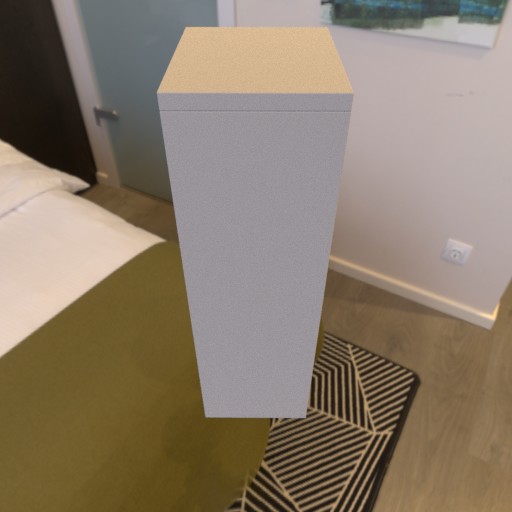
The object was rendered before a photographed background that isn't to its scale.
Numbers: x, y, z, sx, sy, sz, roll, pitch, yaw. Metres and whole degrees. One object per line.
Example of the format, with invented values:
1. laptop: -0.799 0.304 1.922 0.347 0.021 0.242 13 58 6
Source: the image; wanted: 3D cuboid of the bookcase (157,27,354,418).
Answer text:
1. bookcase: 0.000 0.000 1.245 0.330 1.080 0.390 0 42 0
